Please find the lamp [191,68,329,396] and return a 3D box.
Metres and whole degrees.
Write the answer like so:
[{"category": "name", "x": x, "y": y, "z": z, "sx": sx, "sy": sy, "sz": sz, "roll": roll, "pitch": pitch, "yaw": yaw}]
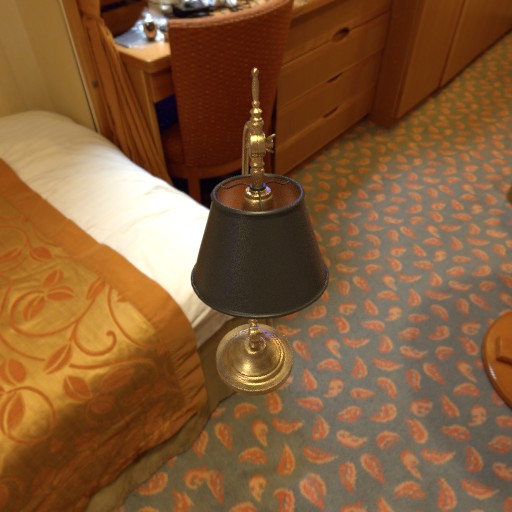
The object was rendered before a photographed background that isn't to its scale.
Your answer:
[{"category": "lamp", "x": 0.000, "y": 0.000, "z": 0.809, "sx": 0.235, "sy": 0.675, "sz": 0.344, "roll": -5, "pitch": 46, "yaw": -4}]
